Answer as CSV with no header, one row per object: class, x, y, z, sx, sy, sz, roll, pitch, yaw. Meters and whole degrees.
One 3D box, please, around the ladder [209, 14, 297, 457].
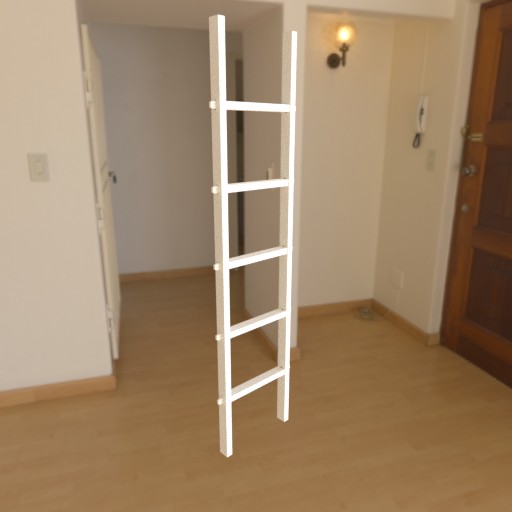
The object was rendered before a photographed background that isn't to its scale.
ladder,0.000,0.000,1.902,0.452,1.797,0.051,-14,21,-41
